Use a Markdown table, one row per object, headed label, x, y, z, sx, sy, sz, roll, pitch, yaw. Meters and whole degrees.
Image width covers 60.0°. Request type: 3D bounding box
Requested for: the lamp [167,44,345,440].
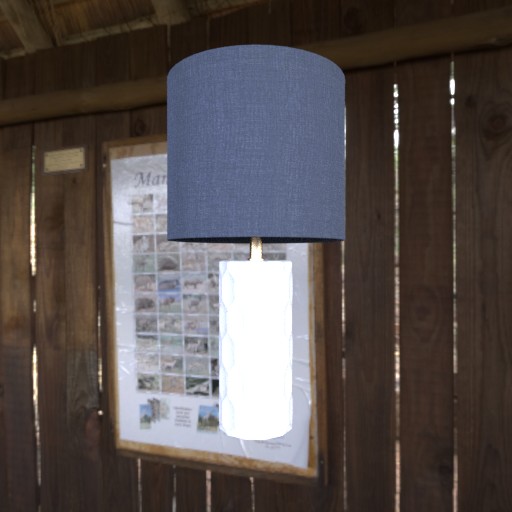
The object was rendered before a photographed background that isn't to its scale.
| label | x | y | z | sx | sy | sz | roll | pitch | yaw |
| --- | --- | --- | --- | --- | --- | --- | --- | --- | --- |
| lamp | 0.000 | 0.000 | 0.700 | 0.277 | 0.537 | 0.277 | 0 | 0 | 1 |
